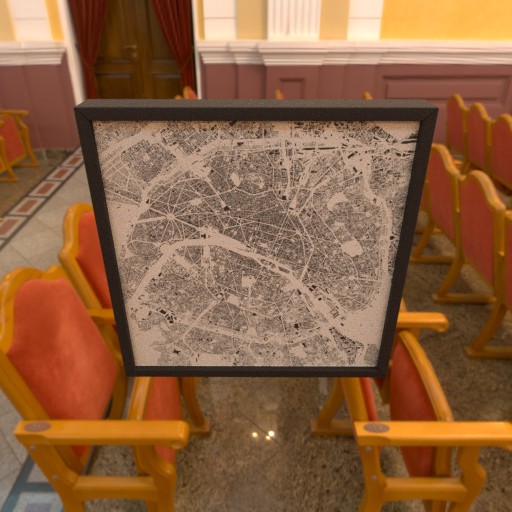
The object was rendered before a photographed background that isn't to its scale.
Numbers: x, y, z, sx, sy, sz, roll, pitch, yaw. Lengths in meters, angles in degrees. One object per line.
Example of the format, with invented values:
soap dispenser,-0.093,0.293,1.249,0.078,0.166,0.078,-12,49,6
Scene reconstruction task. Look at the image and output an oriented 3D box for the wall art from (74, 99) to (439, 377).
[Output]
wall art,0.000,0.000,0.459,0.305,0.305,0.037,0,29,0
